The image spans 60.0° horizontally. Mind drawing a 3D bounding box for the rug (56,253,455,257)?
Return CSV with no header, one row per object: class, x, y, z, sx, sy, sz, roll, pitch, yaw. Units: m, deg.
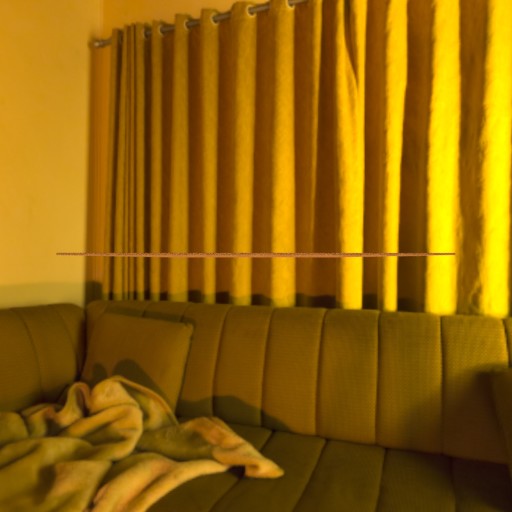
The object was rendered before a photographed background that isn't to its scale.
rug,0.000,0.000,2.144,1.142,0.006,1.752,0,0,0
